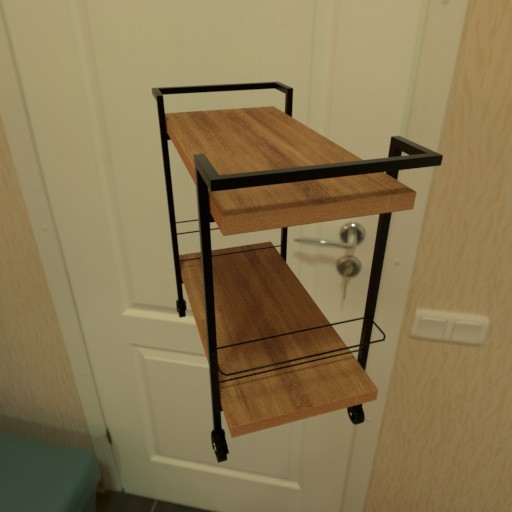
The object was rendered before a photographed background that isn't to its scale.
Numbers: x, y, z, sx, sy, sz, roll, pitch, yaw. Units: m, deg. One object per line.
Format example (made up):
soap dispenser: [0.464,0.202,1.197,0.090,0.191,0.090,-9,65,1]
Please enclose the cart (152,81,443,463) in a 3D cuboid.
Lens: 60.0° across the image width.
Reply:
cart: [0.000,0.000,1.209,0.406,0.762,0.806,-9,31,-15]
